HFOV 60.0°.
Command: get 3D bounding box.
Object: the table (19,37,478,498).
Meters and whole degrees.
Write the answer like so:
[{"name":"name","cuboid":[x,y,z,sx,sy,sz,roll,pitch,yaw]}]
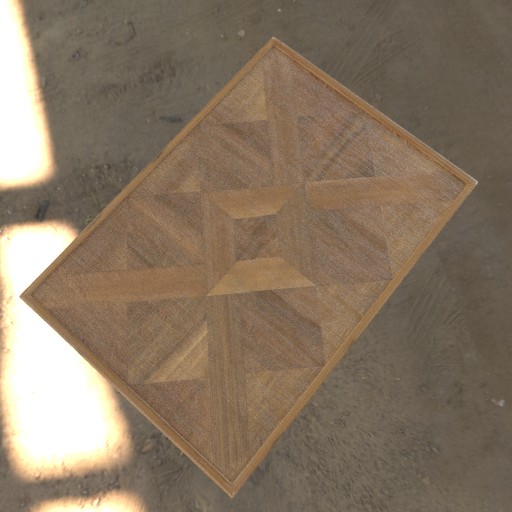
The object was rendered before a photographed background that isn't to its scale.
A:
[{"name":"table","cuboid":[0.000,0.000,1.649,0.877,0.492,1.238,39,79,9]}]
